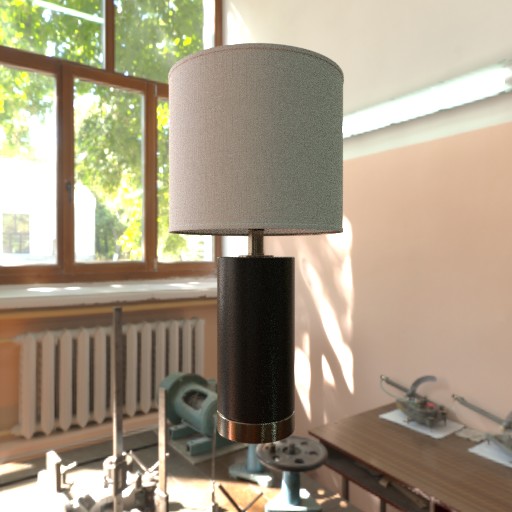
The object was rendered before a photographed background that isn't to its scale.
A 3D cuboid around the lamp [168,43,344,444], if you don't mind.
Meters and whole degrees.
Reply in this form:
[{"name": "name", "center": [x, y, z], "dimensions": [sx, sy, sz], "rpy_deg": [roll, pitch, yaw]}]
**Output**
[{"name": "lamp", "center": [0.000, 0.000, 0.621], "dimensions": [0.241, 0.482, 0.240], "rpy_deg": [0, 1, 0]}]
